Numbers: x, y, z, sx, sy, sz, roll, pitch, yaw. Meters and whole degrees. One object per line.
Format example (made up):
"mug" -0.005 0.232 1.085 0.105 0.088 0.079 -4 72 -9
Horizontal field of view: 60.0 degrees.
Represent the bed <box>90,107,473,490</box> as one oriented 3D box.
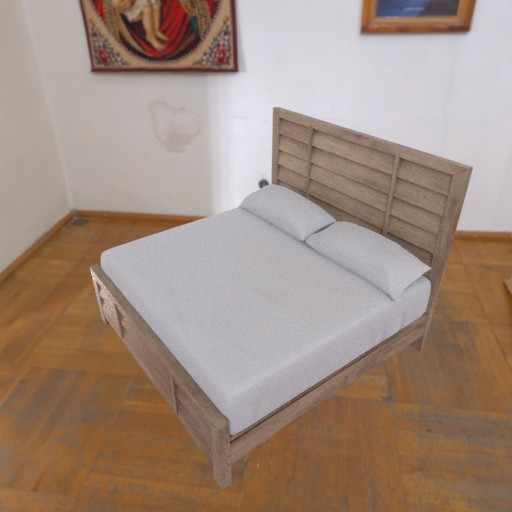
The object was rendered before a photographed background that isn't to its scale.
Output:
"bed" 0.000 0.000 3.512 2.062 1.626 2.032 -22 38 -31
